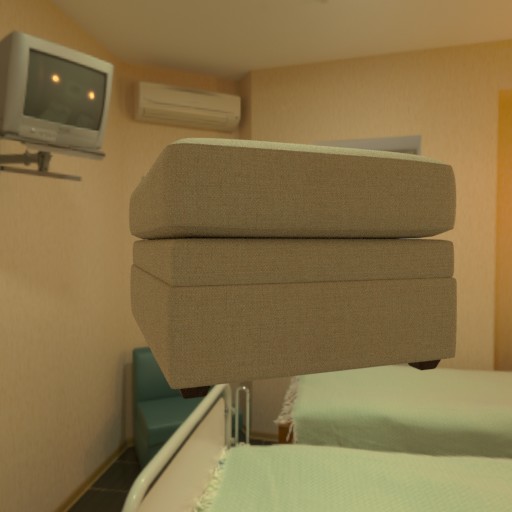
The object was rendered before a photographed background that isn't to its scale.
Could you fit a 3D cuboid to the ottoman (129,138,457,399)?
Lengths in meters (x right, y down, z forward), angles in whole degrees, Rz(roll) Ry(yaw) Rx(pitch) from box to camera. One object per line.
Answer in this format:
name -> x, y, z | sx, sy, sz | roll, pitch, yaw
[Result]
ottoman -> 0.000, 0.000, 1.232 | 0.637, 0.478, 0.885 | -1, 2, -20
